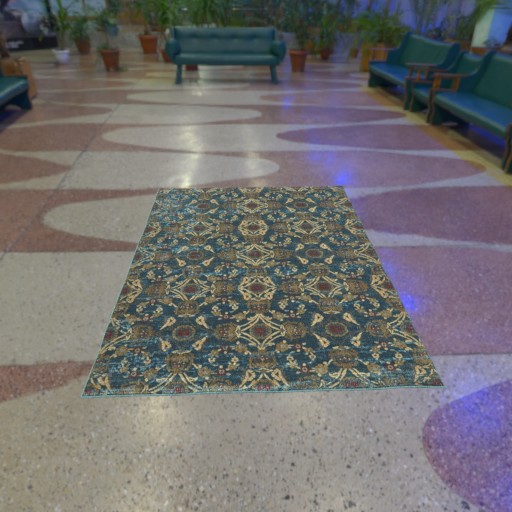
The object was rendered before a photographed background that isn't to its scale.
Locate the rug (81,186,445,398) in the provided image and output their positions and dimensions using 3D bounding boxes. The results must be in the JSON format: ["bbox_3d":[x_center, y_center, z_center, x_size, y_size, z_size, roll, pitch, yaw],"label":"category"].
[{"bbox_3d":[0.000,0.000,2.834,1.567,0.014,2.207,-1,32,-2],"label":"rug"}]
